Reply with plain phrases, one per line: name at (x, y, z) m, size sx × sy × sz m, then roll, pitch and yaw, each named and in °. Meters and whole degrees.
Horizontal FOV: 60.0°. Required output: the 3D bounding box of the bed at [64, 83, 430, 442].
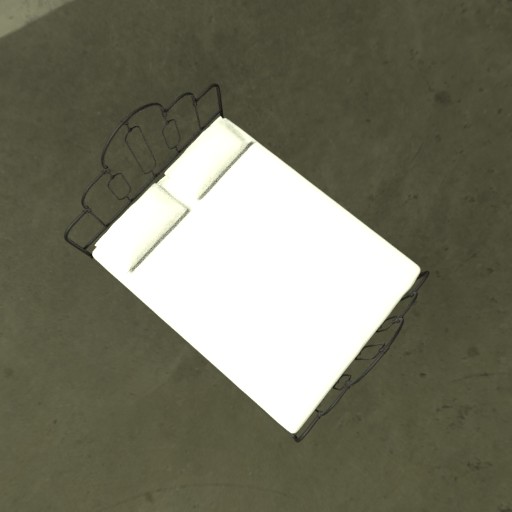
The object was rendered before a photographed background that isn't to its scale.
bed at (0.000, 0.000, 3.253) m, size 2.163 × 1.429 × 1.640 m, roll 39°, pitch 79°, yaw 9°
